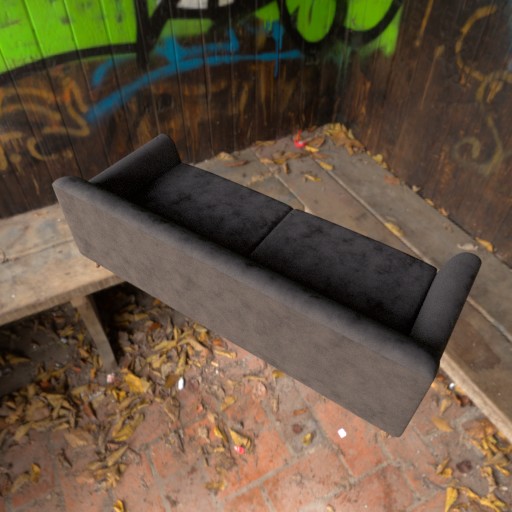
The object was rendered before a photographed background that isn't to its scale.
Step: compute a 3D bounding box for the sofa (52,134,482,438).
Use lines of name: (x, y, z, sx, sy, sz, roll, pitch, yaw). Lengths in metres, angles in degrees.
sofa: (0.000, 0.000, 2.567, 2.190, 0.740, 0.900, 26, 51, 23)
